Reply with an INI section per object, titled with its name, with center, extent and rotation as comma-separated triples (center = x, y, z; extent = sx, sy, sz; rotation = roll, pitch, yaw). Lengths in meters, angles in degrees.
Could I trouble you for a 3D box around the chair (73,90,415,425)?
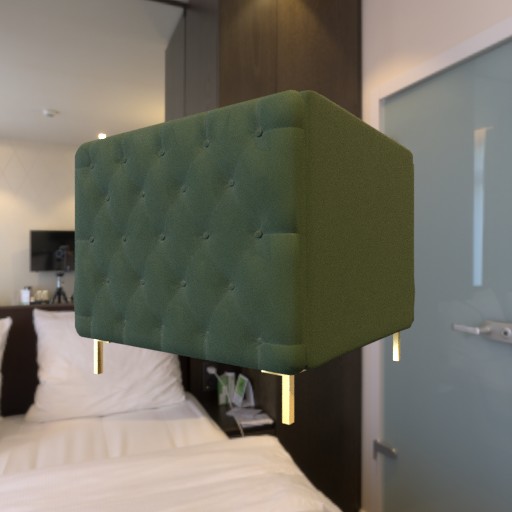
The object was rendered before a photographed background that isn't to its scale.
[chair]
center = 0.000, 0.000, 1.544
extent = 0.855, 0.768, 0.917
rotation = 0, 0, 36
